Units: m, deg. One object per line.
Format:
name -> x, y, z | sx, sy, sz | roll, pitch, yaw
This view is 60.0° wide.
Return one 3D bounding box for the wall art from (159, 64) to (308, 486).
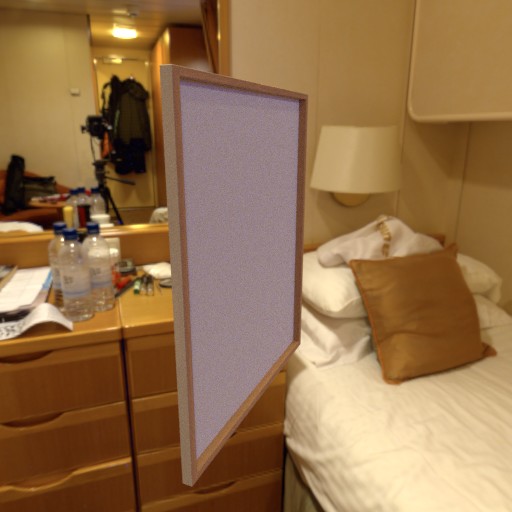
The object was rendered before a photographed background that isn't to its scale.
wall art -> 0.000, 0.000, 0.977 | 0.021, 0.710, 0.609 | 7, 17, 23
